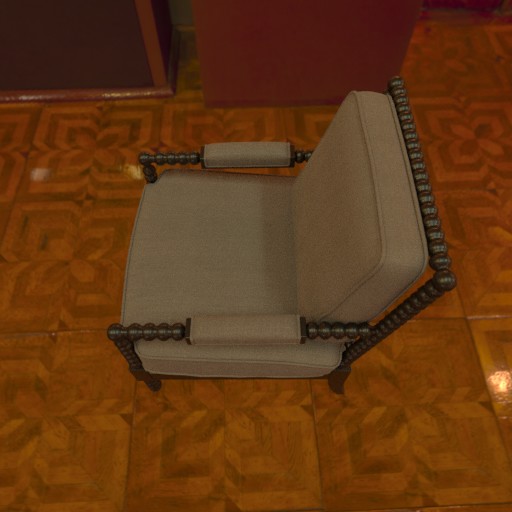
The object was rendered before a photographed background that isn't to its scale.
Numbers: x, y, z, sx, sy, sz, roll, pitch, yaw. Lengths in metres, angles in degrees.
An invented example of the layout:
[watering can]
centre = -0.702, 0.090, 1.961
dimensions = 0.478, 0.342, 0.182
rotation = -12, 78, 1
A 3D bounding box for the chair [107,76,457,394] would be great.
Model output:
[chair]
centre = 0.000, 0.000, 1.072
dimensions = 0.622, 0.661, 0.540
rotation = 0, 59, 0
